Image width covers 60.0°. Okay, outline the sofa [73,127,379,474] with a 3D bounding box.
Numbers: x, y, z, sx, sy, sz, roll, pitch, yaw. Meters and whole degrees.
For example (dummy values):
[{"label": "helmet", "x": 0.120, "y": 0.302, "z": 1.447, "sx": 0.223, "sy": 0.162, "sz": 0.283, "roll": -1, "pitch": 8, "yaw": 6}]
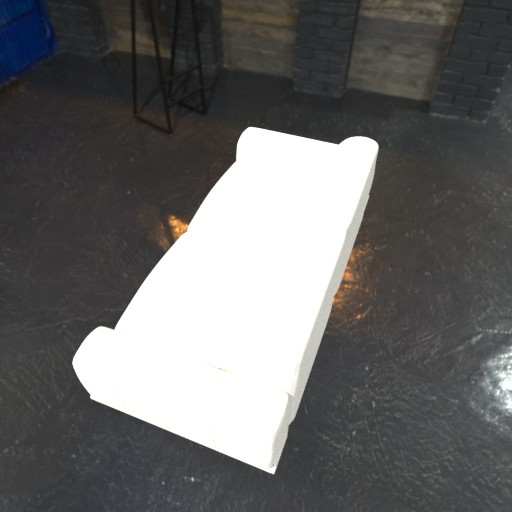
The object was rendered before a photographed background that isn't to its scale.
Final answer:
[{"label": "sofa", "x": 0.000, "y": 0.000, "z": 2.349, "sx": 0.900, "sy": 0.772, "sz": 1.901, "roll": 16, "pitch": 49, "yaw": 14}]
